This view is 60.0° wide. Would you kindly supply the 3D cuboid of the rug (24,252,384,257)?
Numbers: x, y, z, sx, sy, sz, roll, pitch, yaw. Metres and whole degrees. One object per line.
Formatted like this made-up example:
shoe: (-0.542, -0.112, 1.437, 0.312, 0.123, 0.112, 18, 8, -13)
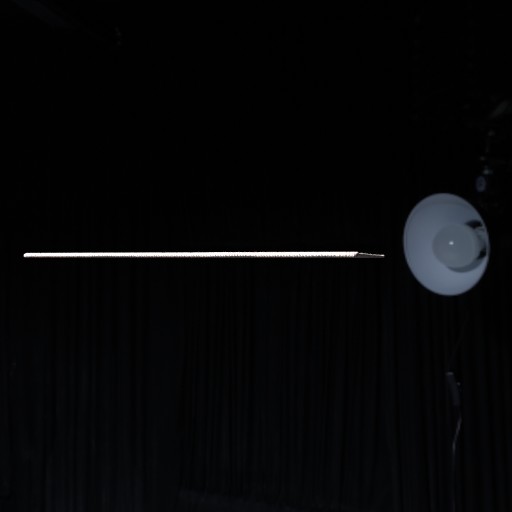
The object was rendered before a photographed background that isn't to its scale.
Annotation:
rug: (0.000, 0.000, 2.319, 1.225, 0.015, 1.840, 0, 0, 18)
